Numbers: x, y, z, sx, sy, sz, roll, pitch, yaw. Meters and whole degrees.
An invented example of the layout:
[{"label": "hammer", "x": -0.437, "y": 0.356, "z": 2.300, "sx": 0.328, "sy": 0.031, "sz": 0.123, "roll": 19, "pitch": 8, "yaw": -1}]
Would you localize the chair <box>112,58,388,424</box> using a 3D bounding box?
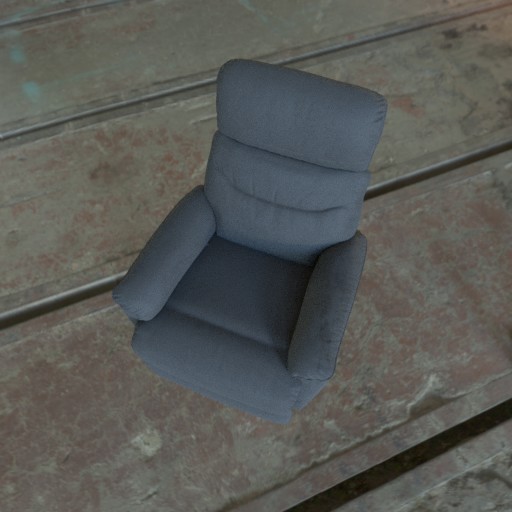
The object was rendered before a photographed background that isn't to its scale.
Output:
[{"label": "chair", "x": 0.000, "y": 0.000, "z": 1.728, "sx": 0.820, "sy": 1.037, "sz": 1.004, "roll": 18, "pitch": 60, "yaw": 11}]
